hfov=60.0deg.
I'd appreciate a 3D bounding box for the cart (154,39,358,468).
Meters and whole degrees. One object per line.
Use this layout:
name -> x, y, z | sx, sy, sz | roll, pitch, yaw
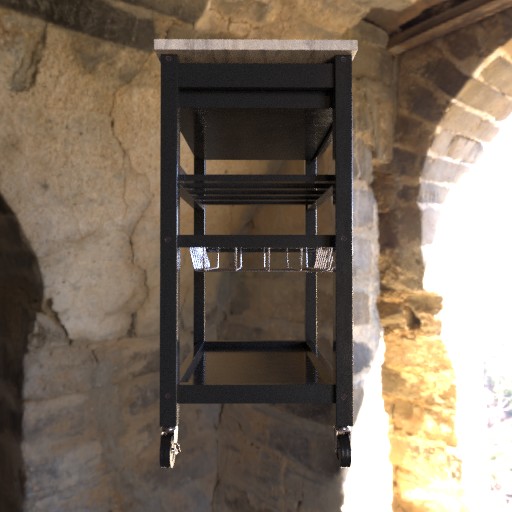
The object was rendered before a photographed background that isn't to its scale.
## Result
cart -> 0.000, 0.000, 1.142 | 0.403, 0.839, 0.584 | 0, -1, 0
